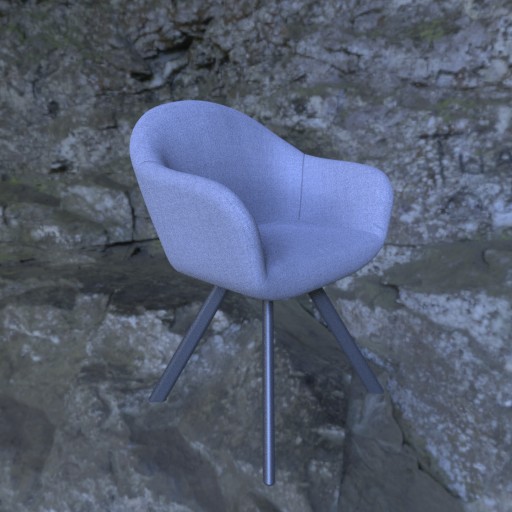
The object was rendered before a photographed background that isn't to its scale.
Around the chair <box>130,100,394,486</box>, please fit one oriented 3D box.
[{"bbox_3d":[0.000,0.000,1.168,0.550,0.795,0.590,14,21,42],"label":"chair"}]
